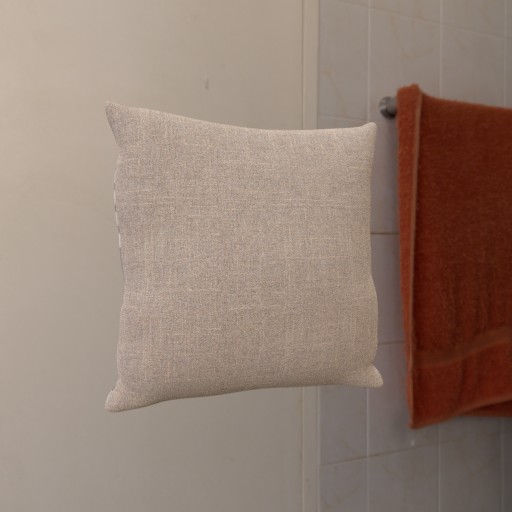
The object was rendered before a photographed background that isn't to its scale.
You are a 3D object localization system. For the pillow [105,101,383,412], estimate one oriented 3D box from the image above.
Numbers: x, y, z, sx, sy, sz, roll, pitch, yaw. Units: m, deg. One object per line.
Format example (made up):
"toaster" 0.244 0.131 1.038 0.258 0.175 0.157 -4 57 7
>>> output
"pillow" 0.000 0.000 0.678 0.439 0.440 0.182 0 1 -18
